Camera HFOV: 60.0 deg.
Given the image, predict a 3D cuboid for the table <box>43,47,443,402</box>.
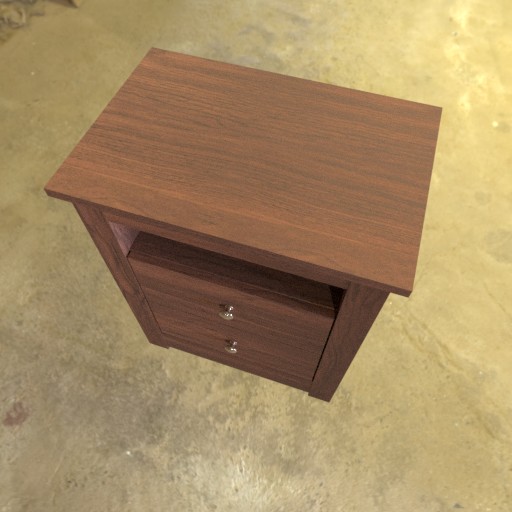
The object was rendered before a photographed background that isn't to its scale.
[{"bbox_3d":[0.000,0.000,1.064,0.589,0.711,0.406,16,59,10],"label":"table"}]
